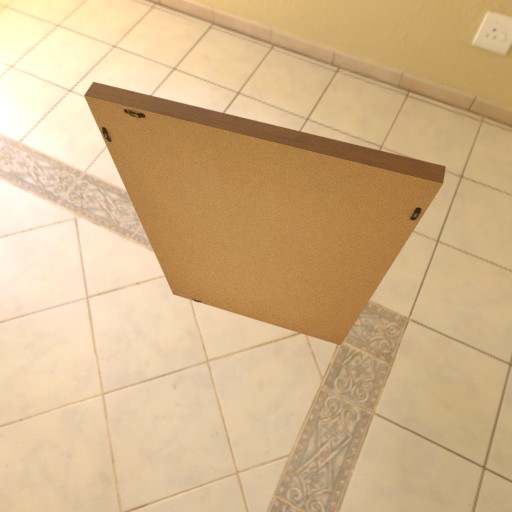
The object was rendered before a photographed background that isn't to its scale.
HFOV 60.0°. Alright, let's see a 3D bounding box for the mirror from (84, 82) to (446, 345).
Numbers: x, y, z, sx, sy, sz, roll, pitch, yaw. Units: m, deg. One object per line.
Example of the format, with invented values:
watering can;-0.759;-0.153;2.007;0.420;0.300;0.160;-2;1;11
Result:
mirror;0.000;0.000;1.132;0.609;0.915;0.040;16;64;8
